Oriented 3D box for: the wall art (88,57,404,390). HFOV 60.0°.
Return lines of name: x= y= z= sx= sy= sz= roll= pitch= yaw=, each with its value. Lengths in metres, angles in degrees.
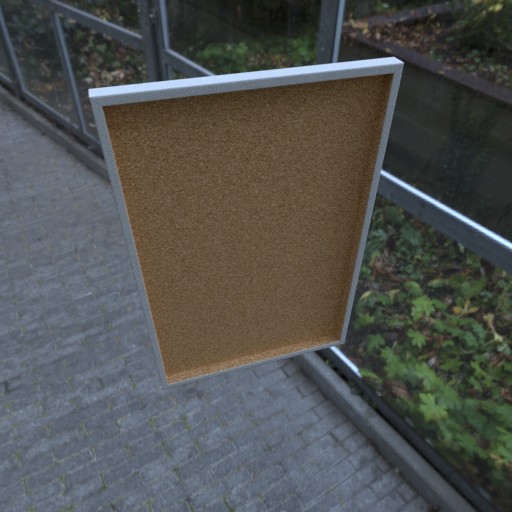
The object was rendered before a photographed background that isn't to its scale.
wall art: x=0.000 y=0.000 z=1.143 sx=0.610 sy=0.914 sz=0.038 roll=-11 pitch=43 yaw=-12
